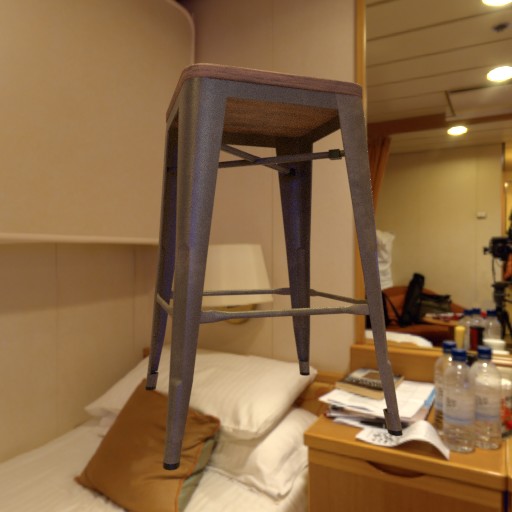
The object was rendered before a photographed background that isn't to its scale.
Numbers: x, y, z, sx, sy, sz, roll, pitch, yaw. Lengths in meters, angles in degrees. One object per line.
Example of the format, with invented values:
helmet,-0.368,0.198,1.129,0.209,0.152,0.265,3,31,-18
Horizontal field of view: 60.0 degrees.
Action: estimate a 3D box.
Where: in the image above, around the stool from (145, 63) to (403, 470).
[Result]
stool,0.000,0.000,0.883,0.407,0.607,0.407,0,1,-18
